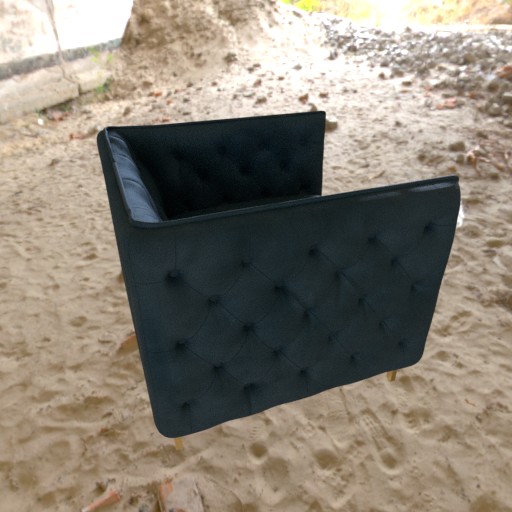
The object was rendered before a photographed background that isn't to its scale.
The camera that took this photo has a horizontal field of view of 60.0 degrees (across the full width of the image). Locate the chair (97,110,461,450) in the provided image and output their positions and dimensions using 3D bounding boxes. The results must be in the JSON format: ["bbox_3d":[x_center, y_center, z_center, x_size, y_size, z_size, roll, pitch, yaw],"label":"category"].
[{"bbox_3d":[0.000,0.000,1.515,0.877,0.771,0.868,-11,33,-17],"label":"chair"}]
